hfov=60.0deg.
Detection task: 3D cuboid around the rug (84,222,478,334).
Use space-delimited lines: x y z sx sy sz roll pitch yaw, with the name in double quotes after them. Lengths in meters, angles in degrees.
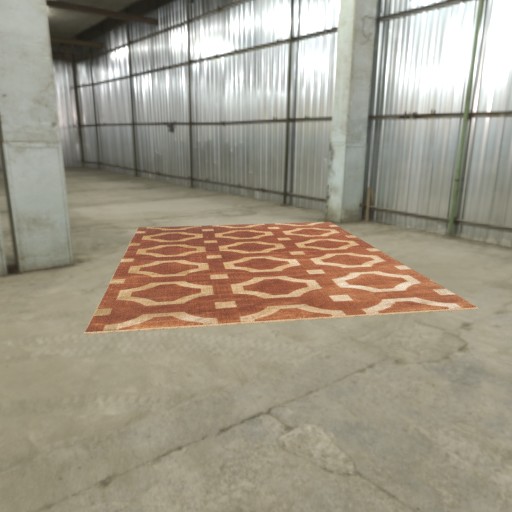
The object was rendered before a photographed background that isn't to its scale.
0.000 0.000 4.162 2.466 0.021 3.049 -2 15 -9 "rug"
